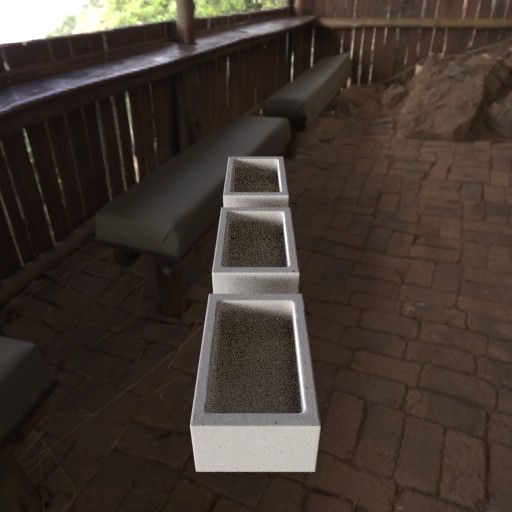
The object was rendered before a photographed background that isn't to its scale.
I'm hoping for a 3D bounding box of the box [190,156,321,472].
[{"bbox_3d":[0.000,0.000,0.481,0.082,0.051,0.461,0,33,0],"label":"box"}]
